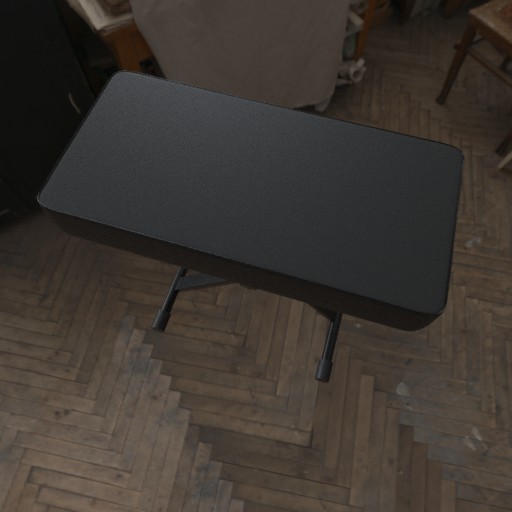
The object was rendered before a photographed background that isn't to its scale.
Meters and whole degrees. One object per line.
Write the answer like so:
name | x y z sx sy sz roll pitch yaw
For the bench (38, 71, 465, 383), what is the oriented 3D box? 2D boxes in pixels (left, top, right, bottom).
bench | 0.000 0.000 0.921 0.600 0.561 0.300 15 65 7
